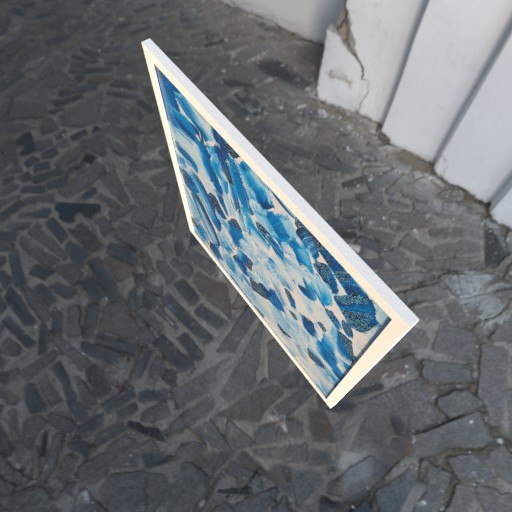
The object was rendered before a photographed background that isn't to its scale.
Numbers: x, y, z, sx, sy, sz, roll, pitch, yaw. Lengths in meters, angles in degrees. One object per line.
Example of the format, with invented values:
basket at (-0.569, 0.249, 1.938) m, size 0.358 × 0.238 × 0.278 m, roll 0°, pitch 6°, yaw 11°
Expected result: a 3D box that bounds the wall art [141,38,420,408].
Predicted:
wall art at (0.000, 0.000, 0.669) m, size 0.012 × 0.457 × 0.457 m, roll -34°, pitch 68°, yaw -16°
